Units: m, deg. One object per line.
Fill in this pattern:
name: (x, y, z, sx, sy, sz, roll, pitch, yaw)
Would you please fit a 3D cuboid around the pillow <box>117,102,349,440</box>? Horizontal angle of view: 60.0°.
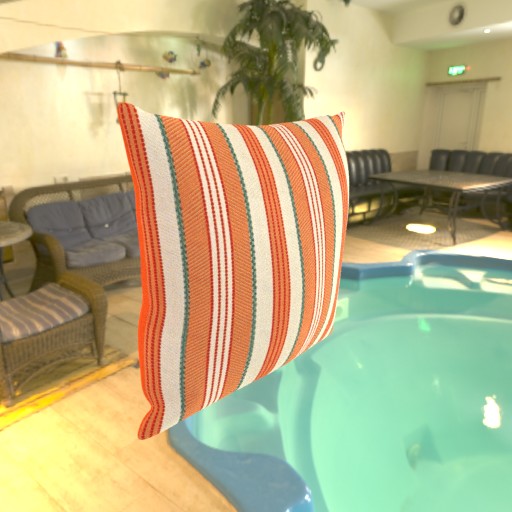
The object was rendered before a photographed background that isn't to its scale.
pillow: (0.000, 0.000, 0.685, 0.440, 0.441, 0.182, -17, 24, -42)
